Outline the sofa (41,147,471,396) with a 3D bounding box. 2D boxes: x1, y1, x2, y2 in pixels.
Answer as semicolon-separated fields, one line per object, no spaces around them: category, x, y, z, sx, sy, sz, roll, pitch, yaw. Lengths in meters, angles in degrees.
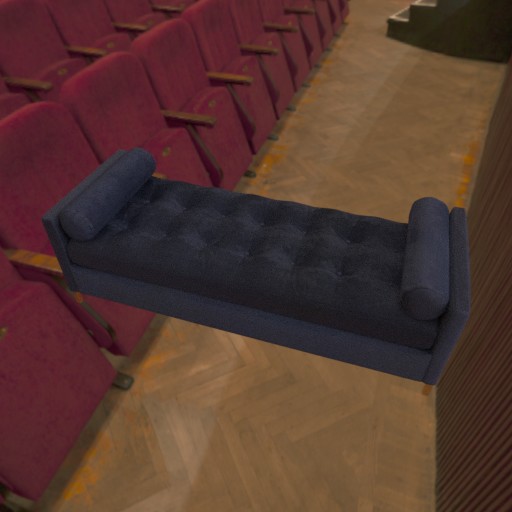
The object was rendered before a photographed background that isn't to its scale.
sofa;0.000;0.000;2.493;2.102;0.705;0.796;12;43;13
